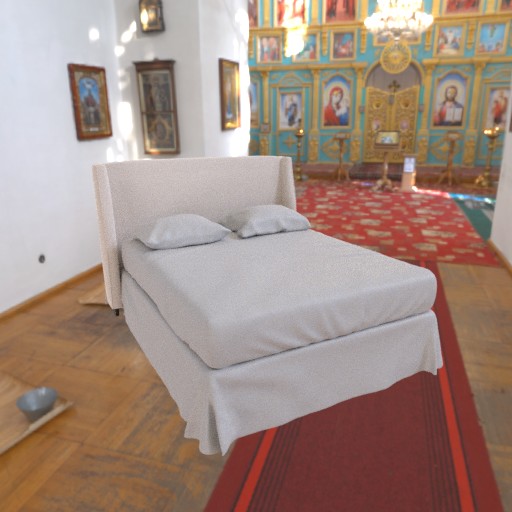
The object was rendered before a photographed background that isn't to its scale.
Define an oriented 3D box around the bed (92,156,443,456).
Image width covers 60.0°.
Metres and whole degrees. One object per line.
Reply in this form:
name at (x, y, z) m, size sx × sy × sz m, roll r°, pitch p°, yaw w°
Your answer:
bed at (0.000, 0.000, 3.371) m, size 1.925 × 1.332 × 2.276 m, roll -9°, pitch 19°, yaw -27°
